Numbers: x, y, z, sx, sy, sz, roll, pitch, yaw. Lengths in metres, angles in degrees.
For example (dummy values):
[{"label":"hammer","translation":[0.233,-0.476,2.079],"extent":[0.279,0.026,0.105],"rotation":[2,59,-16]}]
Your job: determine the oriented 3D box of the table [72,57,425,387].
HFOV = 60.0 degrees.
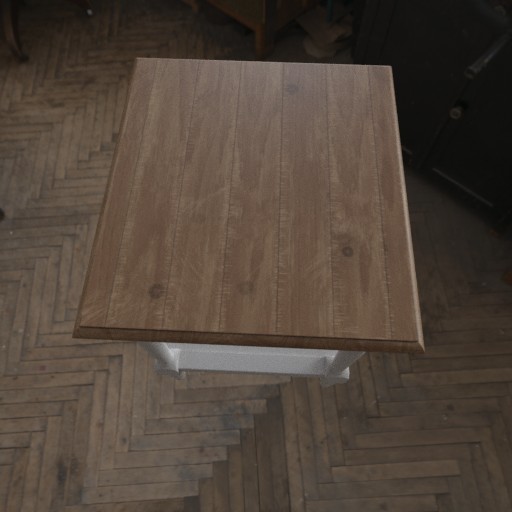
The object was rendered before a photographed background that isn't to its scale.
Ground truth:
[{"label":"table","translation":[0.000,0.000,0.923],"extent":[0.457,0.561,0.508],"rotation":[2,65,1]}]
